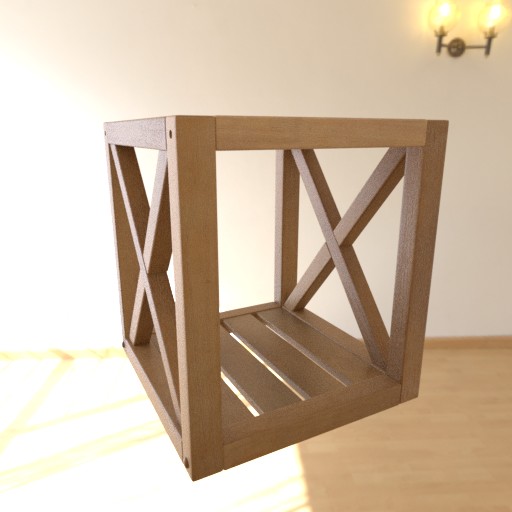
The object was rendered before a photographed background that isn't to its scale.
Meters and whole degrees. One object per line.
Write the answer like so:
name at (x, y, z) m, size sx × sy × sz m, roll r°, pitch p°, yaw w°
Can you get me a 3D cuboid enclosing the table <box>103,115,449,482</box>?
table at (0.000, 0.000, 1.046) m, size 0.558 × 0.610 × 0.559 m, roll -8°, pitch 18°, yaw -27°
